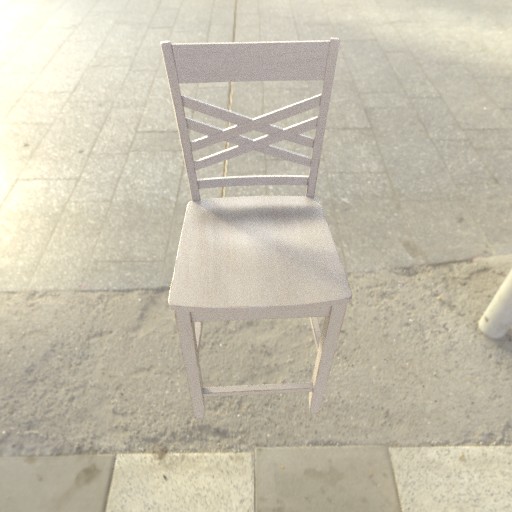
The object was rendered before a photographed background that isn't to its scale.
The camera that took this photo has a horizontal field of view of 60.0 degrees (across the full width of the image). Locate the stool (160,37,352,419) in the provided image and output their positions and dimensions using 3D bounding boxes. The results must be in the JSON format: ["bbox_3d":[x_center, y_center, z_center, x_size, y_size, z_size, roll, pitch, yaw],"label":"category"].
[{"bbox_3d":[0.000,0.000,1.345,0.462,1.079,0.539,-2,46,-2],"label":"stool"}]
